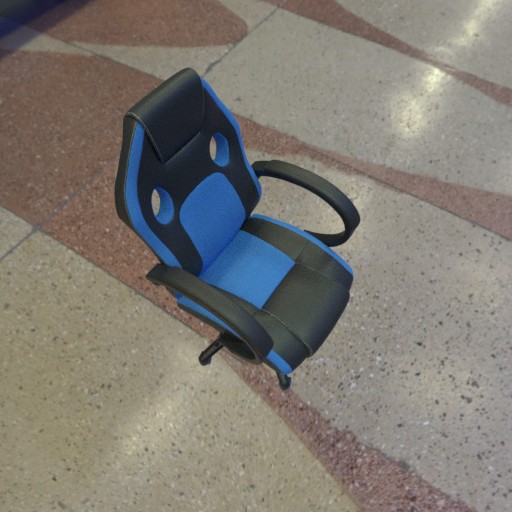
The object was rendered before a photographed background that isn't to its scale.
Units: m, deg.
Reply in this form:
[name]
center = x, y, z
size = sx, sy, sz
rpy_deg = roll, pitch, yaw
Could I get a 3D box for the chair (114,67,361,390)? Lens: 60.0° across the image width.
[chair]
center = 0.000, 0.000, 1.647
size = 0.724, 1.187, 0.673
rpy_deg = 30, 61, 18
